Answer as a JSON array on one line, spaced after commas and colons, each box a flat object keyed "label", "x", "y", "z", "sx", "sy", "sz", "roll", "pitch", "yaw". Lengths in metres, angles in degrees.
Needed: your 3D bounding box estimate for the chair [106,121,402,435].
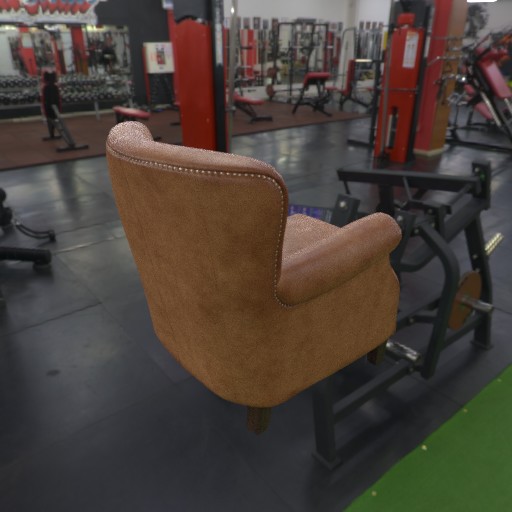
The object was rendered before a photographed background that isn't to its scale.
[{"label": "chair", "x": 0.000, "y": 0.000, "z": 1.630, "sx": 0.921, "sy": 0.936, "sz": 0.861, "roll": -17, "pitch": 30, "yaw": -32}]
